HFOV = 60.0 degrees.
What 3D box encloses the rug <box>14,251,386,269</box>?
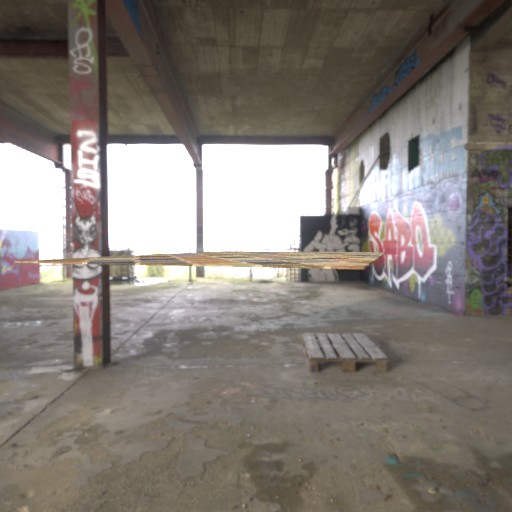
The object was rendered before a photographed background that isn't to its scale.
[{"bbox_3d":[0.000,0.000,2.260,1.216,0.006,1.828,1,2,18],"label":"rug"}]
